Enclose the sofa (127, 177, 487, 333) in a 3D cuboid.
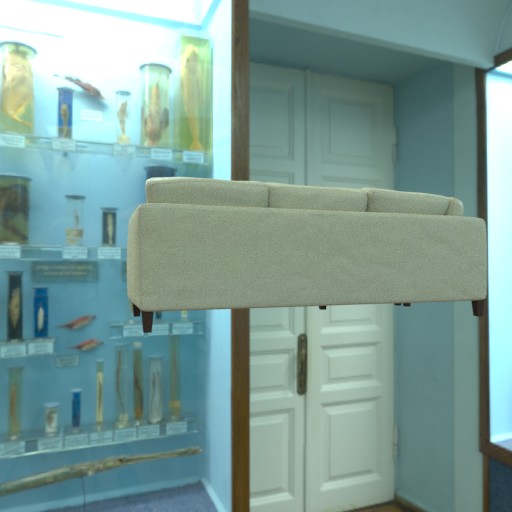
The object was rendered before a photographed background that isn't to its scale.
[{"bbox_3d":[0.000,0.000,4.450,2.593,0.947,3.302,0,-1,-19],"label":"sofa"}]
